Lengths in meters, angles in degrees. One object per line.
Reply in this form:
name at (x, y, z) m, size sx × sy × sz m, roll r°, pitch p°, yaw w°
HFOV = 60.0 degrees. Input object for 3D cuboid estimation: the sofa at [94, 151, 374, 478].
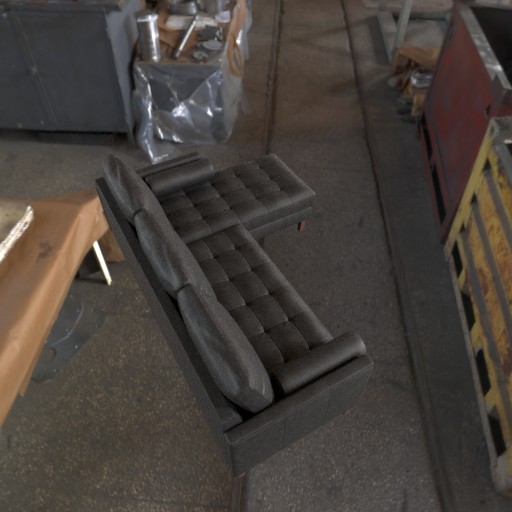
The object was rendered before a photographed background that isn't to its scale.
sofa at (0.000, 0.000, 2.970) m, size 1.497 × 0.876 × 2.178 m, roll -23°, pitch 51°, yaw -20°
